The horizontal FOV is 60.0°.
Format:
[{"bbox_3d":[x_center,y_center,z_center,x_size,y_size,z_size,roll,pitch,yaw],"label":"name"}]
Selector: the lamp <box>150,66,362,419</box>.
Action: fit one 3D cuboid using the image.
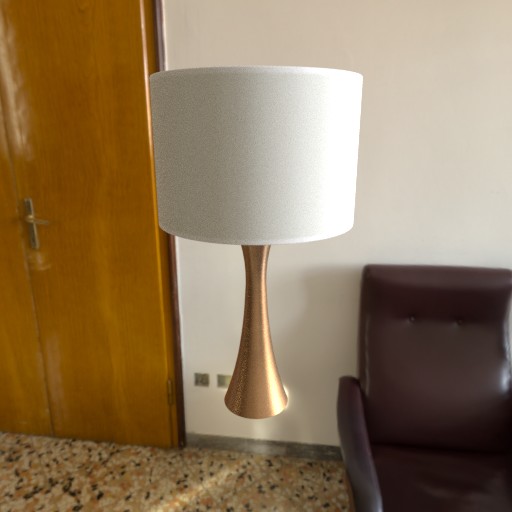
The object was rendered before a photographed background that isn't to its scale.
[{"bbox_3d":[0.000,0.000,0.641,0.268,0.479,0.268,-9,19,-27],"label":"lamp"}]
